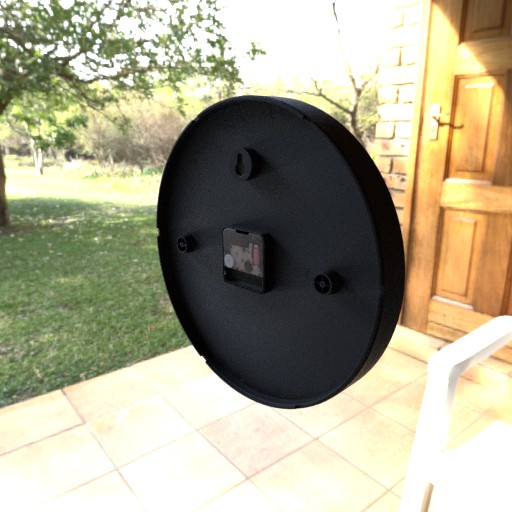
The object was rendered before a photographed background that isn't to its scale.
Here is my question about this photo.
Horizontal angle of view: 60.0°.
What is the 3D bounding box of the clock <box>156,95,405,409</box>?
[{"bbox_3d":[0.000,0.000,0.430,0.040,0.293,0.293,-15,21,-43],"label":"clock"}]
